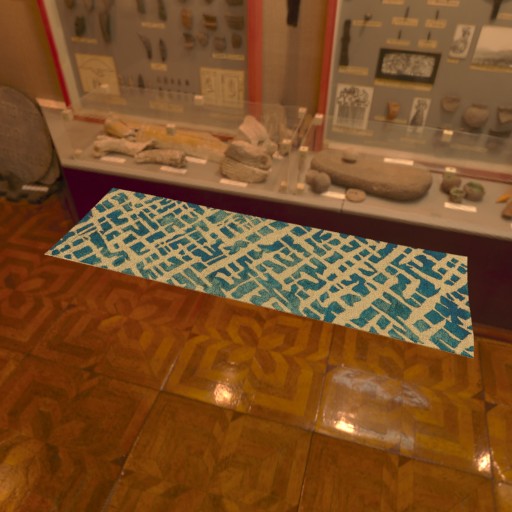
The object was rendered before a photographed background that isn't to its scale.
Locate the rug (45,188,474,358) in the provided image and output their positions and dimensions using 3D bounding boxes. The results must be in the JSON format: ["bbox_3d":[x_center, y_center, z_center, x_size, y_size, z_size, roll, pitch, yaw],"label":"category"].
[{"bbox_3d":[0.000,0.000,2.677,2.446,0.011,0.768,12,43,13],"label":"rug"}]
